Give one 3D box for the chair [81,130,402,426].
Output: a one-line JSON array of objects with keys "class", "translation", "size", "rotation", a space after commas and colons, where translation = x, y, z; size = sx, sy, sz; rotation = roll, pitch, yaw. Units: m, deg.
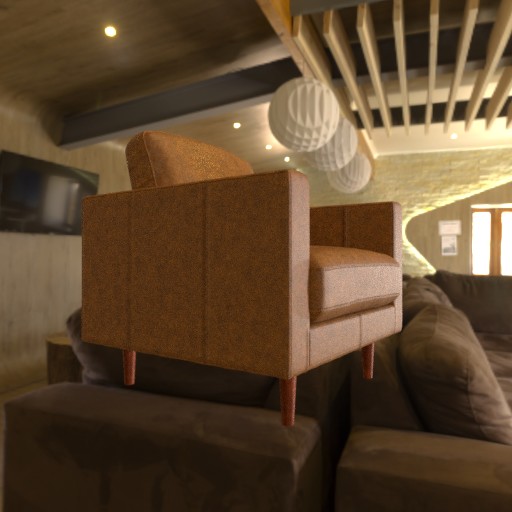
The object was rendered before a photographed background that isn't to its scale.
[{"class": "chair", "translation": [0.000, 0.000, 1.685], "size": [0.909, 0.956, 0.890], "rotation": [0, 0, 36]}]
